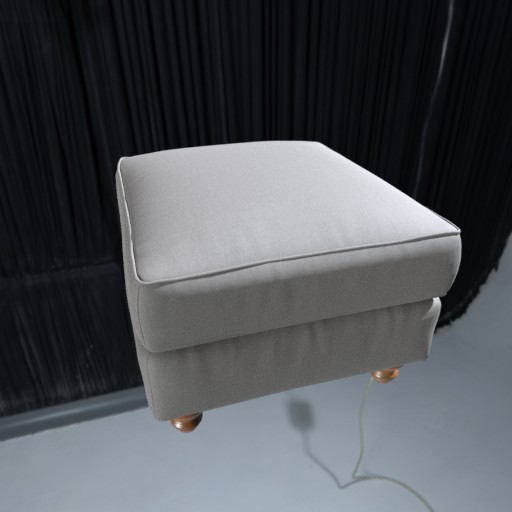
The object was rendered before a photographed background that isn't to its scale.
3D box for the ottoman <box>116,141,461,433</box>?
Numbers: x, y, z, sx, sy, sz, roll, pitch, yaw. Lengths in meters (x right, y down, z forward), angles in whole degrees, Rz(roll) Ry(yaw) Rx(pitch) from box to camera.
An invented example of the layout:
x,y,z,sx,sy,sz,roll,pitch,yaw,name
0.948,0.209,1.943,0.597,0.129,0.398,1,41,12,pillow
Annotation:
x,y,z,sx,sy,sz,roll,pitch,yaw,name
0.000,0.000,1.146,0.662,0.505,0.721,-9,30,-15,ottoman
